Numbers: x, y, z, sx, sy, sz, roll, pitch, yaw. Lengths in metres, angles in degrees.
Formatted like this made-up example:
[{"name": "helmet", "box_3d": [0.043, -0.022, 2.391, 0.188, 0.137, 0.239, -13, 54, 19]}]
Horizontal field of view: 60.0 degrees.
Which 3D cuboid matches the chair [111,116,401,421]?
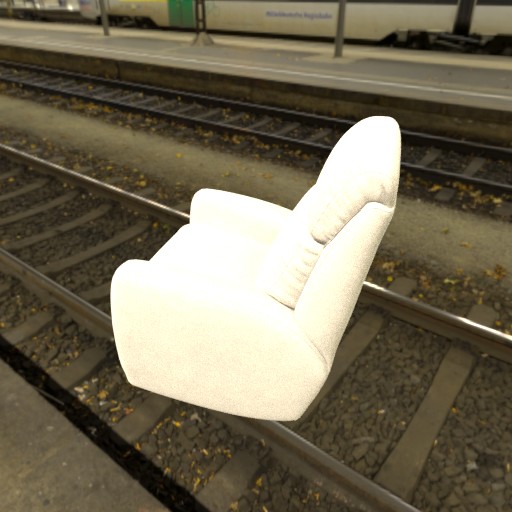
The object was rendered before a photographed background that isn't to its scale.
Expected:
[{"name": "chair", "box_3d": [0.000, 0.000, 1.713, 0.941, 1.015, 0.812, 9, 32, 14]}]
